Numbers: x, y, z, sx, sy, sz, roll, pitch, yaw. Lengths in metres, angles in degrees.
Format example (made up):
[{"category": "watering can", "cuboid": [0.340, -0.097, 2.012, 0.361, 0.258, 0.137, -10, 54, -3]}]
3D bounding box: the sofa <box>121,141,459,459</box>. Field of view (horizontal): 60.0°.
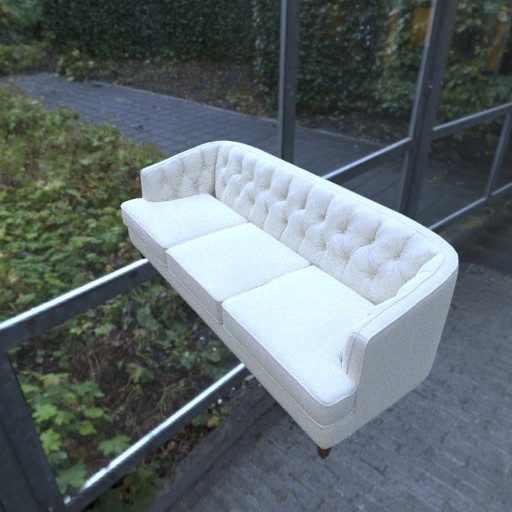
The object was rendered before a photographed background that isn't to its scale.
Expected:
[{"category": "sofa", "cuboid": [0.000, 0.000, 2.738, 0.941, 0.855, 2.278, -20, 37, -29]}]
